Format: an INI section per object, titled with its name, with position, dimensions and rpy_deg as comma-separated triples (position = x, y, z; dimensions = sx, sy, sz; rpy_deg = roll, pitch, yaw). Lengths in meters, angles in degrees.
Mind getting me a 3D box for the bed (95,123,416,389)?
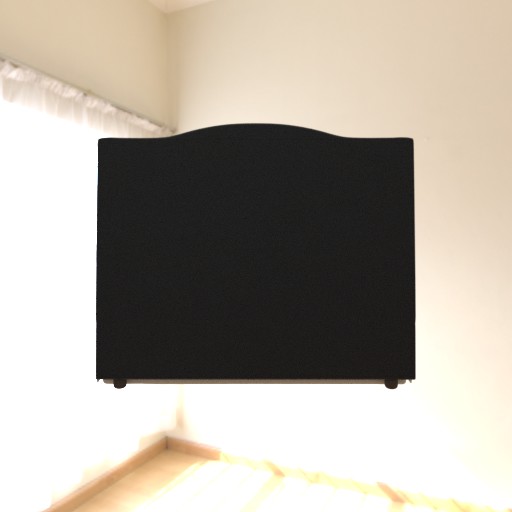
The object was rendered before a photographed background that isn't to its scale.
[bed]
position = 0.000, 0.000, 3.494
dimensions = 1.821, 1.436, 2.282
rpy_deg = 0, 0, 0
